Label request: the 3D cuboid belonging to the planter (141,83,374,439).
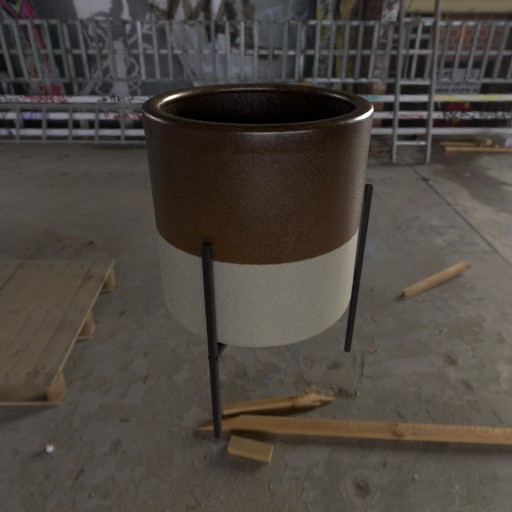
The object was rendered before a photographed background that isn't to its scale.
[{"bbox_3d":[0.000,0.000,0.562,0.255,0.375,0.269,10,31,16],"label":"planter"}]
